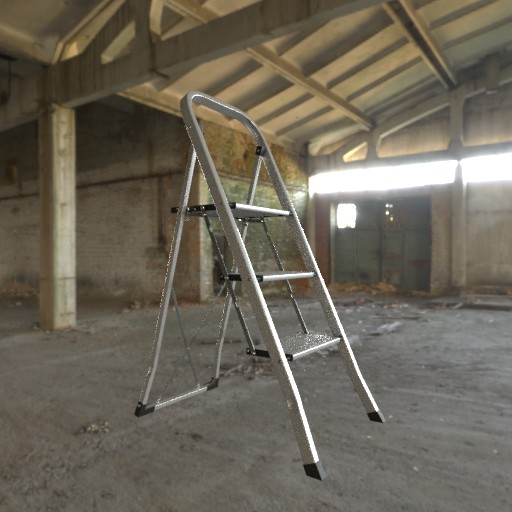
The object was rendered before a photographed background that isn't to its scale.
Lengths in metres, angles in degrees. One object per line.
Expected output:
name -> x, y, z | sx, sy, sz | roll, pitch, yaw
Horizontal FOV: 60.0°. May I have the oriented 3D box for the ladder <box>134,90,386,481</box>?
ladder -> 0.000, 0.000, 1.444 | 0.704, 1.070, 0.465 | 0, 0, 35
